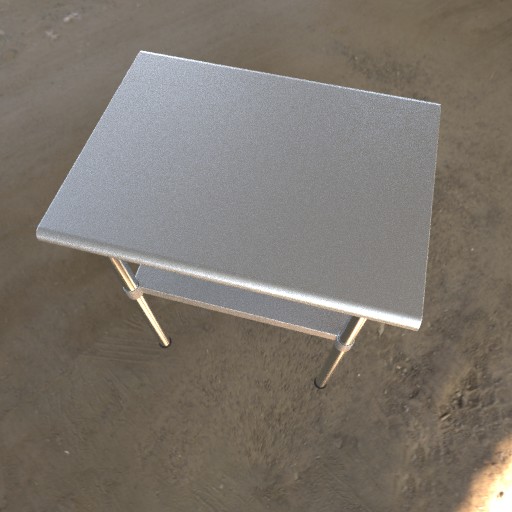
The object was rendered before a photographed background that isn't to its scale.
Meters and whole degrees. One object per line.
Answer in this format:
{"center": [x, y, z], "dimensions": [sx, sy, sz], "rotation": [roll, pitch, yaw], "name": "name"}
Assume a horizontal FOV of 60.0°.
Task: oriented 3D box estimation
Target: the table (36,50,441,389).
{"center": [0.000, 0.000, 1.354], "dimensions": [0.762, 0.876, 0.584], "rotation": [13, 63, 7], "name": "table"}
